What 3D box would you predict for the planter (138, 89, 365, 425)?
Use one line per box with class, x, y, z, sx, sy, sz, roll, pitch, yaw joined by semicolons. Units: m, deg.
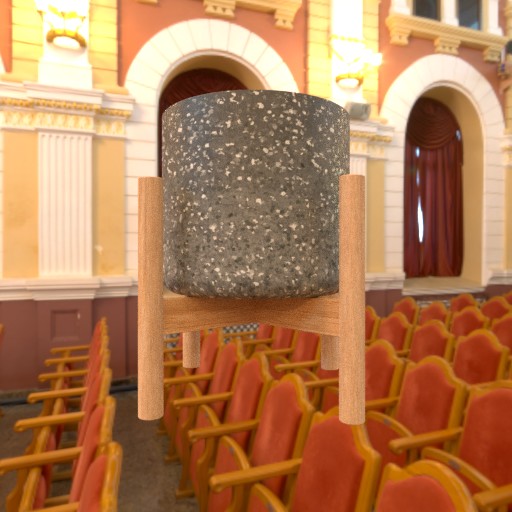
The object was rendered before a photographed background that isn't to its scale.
planter;0.000;0.000;0.536;0.284;0.320;0.284;0;0;-19
